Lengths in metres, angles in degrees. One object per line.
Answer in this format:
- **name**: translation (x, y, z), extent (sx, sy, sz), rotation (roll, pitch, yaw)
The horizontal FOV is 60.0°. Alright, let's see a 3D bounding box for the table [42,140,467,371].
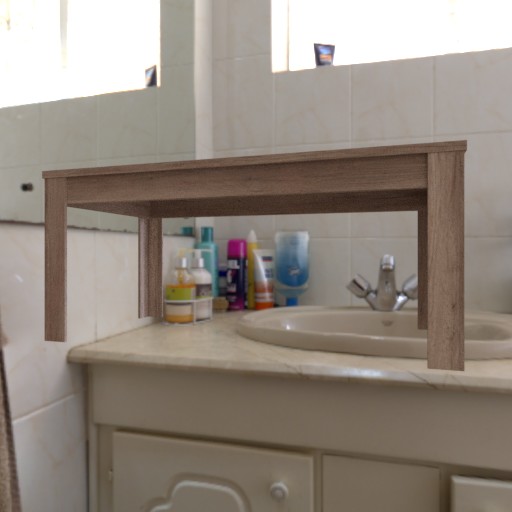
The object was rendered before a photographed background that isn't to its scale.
- **table**: translation (0.000, 0.000, 2.213), extent (1.800, 0.790, 0.900), rotation (0, 0, 18)
